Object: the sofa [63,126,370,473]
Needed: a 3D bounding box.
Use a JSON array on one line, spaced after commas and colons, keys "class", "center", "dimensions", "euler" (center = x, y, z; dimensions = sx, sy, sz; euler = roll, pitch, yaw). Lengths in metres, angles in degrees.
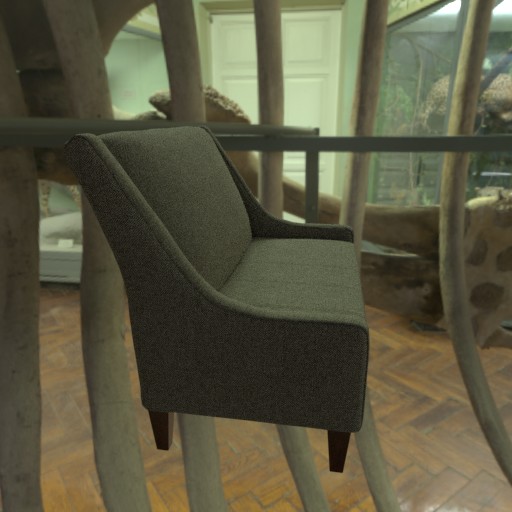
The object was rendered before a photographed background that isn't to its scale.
[{"class": "sofa", "center": [0.000, 0.000, 1.840], "dimensions": [0.870, 1.021, 1.242], "euler": [3, 18, 9]}]
